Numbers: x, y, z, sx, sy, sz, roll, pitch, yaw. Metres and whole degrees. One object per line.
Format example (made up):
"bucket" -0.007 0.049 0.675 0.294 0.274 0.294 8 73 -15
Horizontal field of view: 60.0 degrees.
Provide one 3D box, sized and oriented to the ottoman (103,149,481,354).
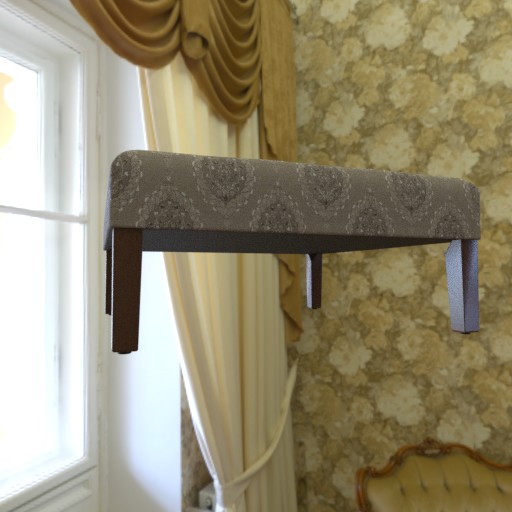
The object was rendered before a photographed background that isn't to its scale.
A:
"ottoman" 0.000 0.000 1.372 0.889 0.411 0.890 1 -2 -20
